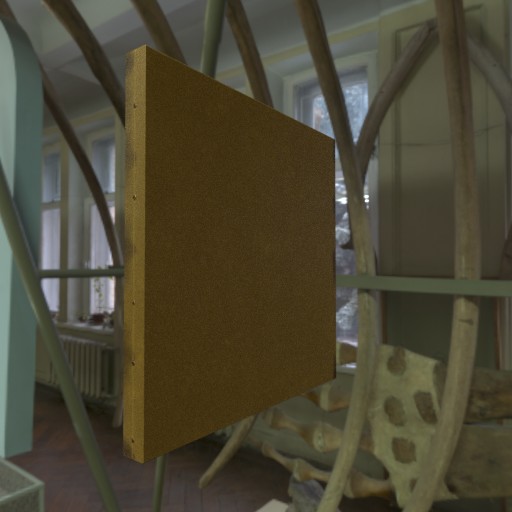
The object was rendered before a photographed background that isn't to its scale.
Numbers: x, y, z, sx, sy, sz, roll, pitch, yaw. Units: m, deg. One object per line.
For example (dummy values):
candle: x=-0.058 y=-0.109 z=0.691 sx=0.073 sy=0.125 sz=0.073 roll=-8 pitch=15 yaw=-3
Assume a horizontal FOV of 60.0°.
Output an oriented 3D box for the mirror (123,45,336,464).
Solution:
mirror: x=0.000 y=0.000 z=0.751 sx=0.042 sy=0.507 sz=0.509 roll=-1 pitch=-2 yaw=37
